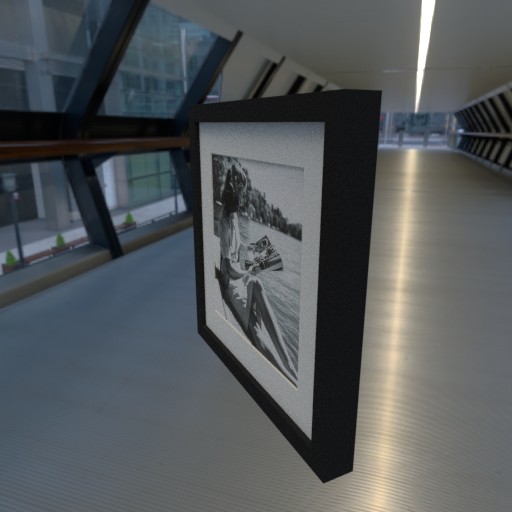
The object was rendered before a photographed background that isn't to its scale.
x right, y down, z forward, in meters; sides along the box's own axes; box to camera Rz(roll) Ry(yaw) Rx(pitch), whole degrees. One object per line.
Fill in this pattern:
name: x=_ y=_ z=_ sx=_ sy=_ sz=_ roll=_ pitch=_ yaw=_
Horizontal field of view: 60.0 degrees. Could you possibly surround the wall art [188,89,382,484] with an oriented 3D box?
wall art: x=0.000 y=0.000 z=0.459 sx=0.030 sy=0.305 sz=0.308 roll=-8 pitch=19 yaw=-25
